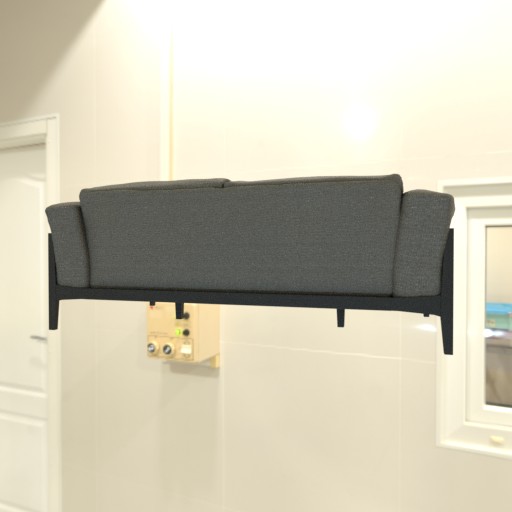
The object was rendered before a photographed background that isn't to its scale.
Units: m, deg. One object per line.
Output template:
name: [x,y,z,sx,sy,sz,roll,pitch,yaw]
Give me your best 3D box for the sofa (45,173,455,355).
sofa: [0.000,0.000,2.168,1.690,0.656,0.960,0,1,16]
